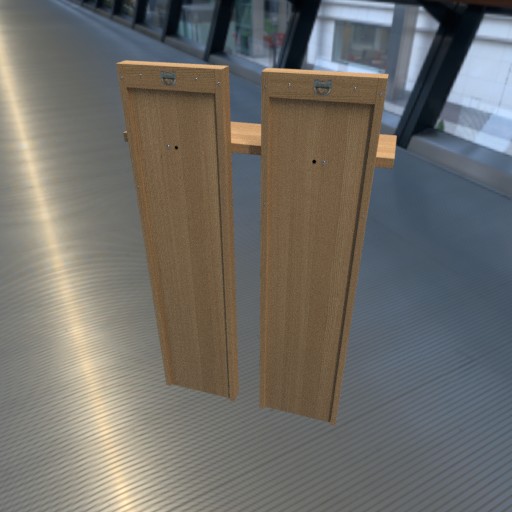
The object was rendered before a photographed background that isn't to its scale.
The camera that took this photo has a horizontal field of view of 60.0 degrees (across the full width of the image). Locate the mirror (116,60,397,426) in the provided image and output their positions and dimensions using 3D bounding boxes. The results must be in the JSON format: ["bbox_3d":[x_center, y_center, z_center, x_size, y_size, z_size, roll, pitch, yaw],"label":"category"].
[{"bbox_3d":[0.000,0.000,1.540,0.800,1.250,0.260,9,34,14],"label":"mirror"}]
